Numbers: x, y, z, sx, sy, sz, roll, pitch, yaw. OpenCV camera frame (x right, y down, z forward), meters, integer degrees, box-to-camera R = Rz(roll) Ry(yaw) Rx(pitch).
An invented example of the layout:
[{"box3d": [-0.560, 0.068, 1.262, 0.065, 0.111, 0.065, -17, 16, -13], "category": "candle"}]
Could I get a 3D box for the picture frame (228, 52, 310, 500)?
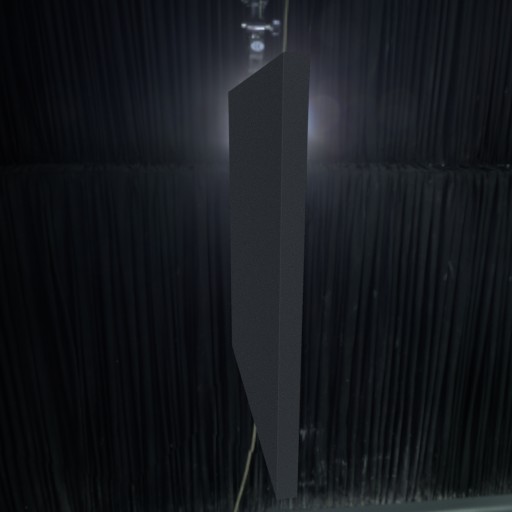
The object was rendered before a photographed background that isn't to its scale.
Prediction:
[{"box3d": [0.000, 0.000, 0.744, 0.028, 0.556, 0.460, -3, 16, -10], "category": "picture frame"}]
